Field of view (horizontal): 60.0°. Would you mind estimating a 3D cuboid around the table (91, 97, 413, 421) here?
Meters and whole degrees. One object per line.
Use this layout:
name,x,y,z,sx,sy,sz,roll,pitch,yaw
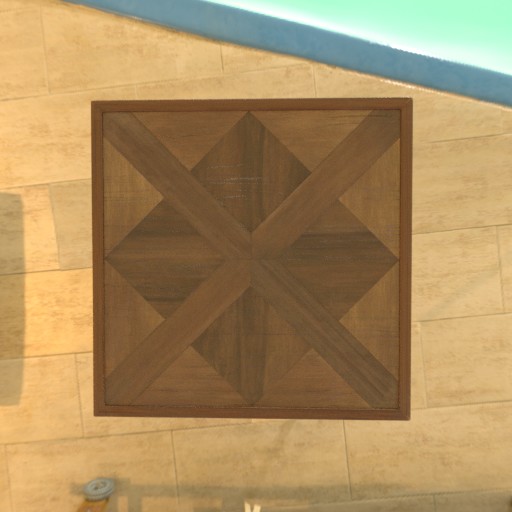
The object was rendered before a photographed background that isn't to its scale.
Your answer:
table,0.000,0.000,0.974,0.503,0.563,0.503,0,91,2
